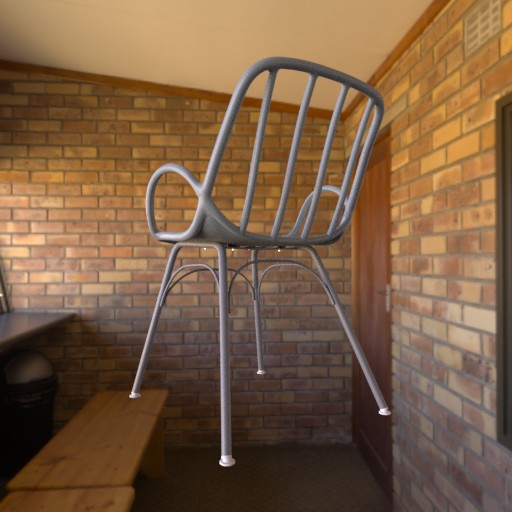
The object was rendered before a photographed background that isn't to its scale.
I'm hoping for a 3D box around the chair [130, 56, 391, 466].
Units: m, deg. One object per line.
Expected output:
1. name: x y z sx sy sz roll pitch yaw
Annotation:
1. chair: 0.000 0.000 1.202 0.549 0.816 0.597 1 -1 -36
